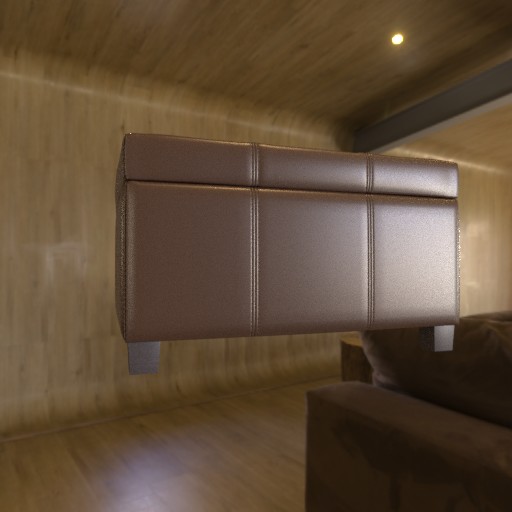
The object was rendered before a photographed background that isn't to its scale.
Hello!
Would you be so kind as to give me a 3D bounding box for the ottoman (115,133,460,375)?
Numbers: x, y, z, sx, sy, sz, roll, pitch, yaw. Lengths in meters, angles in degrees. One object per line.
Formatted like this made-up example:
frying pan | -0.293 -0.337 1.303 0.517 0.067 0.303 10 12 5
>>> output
ottoman | 0.000 0.000 1.298 0.788 0.460 0.787 0 -1 -18
